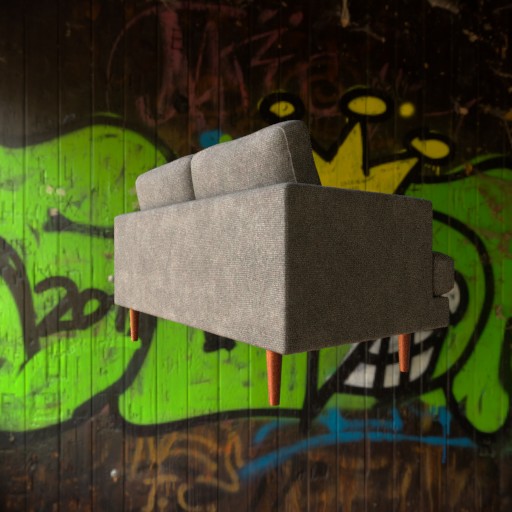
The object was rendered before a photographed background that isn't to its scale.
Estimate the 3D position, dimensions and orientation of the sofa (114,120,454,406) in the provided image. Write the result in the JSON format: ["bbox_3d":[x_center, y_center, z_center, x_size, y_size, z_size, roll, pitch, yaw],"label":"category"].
[{"bbox_3d":[0.000,0.000,2.179,0.903,0.956,1.582,-1,1,-36],"label":"sofa"}]
